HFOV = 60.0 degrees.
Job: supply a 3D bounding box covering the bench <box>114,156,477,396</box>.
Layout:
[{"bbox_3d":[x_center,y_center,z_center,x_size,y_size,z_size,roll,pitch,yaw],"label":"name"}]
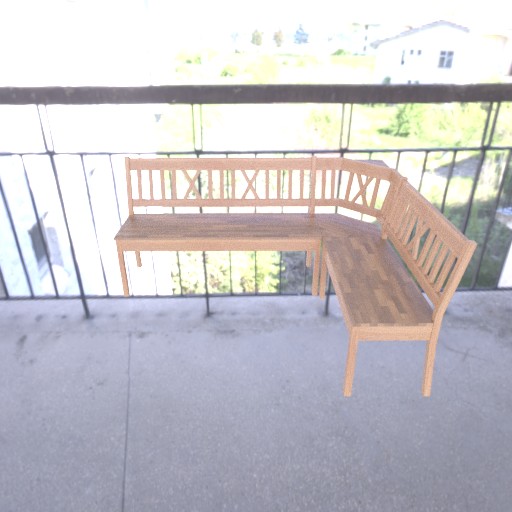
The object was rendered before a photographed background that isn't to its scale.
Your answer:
[{"bbox_3d":[0.000,0.000,2.831,1.937,0.902,1.537,0,27,0],"label":"bench"}]
